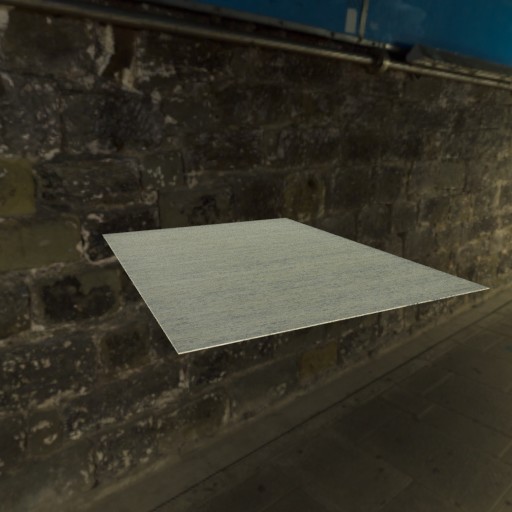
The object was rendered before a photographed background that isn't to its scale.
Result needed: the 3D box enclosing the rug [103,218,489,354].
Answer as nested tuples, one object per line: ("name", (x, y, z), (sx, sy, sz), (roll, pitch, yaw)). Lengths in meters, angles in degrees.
("rug", (0.000, 0.000, 4.282), (2.438, 0.006, 3.197), (-7, 17, -24))
